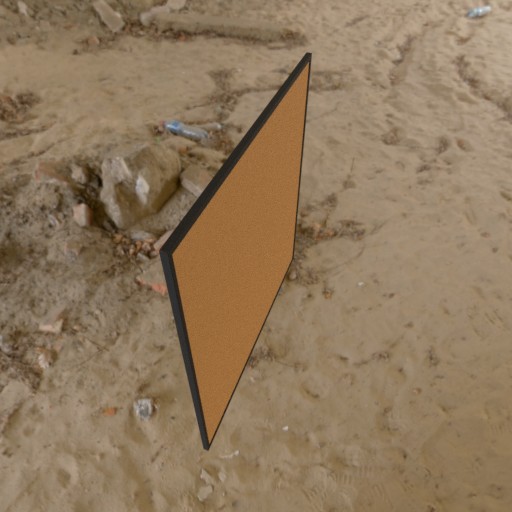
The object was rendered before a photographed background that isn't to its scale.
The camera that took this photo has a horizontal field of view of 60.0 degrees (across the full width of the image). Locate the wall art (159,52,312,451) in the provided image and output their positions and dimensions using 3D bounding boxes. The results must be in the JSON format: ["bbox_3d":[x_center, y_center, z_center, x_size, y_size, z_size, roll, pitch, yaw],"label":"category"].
[{"bbox_3d":[0.000,0.000,1.012,0.015,0.663,0.664,15,48,14],"label":"wall art"}]
